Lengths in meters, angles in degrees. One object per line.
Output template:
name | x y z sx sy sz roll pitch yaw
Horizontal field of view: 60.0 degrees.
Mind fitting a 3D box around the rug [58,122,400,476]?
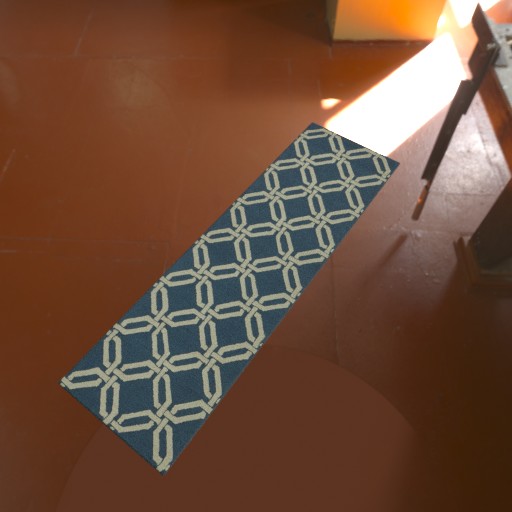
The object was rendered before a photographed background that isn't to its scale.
rug | 0.000 0.000 2.498 0.678 0.014 2.276 31 62 19
